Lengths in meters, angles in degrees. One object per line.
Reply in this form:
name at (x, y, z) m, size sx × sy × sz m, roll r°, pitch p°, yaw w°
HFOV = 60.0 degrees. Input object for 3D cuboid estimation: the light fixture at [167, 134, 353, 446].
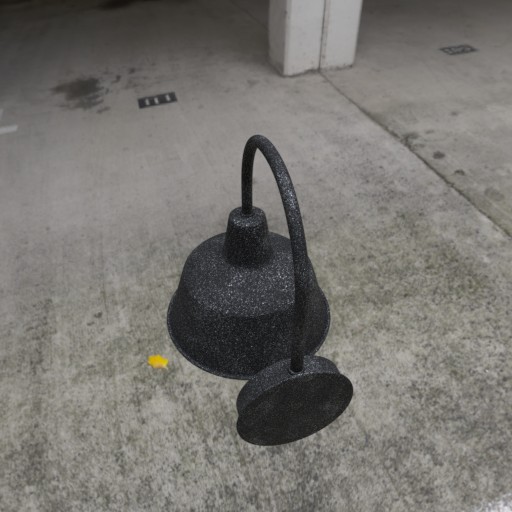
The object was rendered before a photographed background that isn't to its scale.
light fixture at (0.000, 0.000, 0.486) m, size 0.216 × 0.300 × 0.283 m, roll -11°, pitch 42°, yaw -13°
